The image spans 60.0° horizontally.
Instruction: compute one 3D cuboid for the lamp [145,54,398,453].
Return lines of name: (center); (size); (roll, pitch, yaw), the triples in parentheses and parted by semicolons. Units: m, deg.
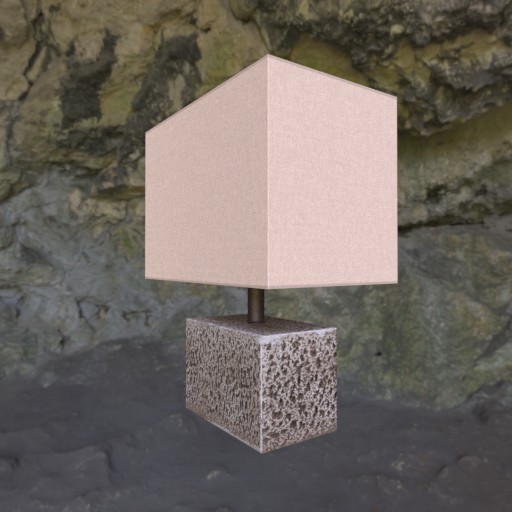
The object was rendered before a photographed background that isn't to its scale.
lamp: (0.000, 0.000, 0.563); (0.180, 0.411, 0.294); (0, -1, -35)
